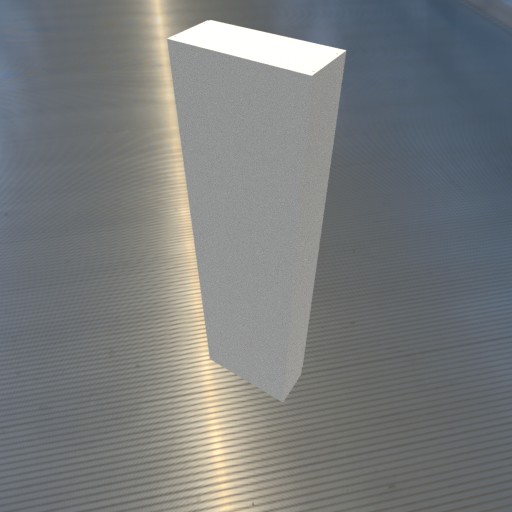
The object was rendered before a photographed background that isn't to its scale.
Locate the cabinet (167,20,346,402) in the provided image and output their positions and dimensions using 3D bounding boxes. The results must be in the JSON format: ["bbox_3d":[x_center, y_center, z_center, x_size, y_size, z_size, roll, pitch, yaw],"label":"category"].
[{"bbox_3d":[0.000,0.000,1.956,0.500,1.790,0.230,25,50,23],"label":"cabinet"}]
